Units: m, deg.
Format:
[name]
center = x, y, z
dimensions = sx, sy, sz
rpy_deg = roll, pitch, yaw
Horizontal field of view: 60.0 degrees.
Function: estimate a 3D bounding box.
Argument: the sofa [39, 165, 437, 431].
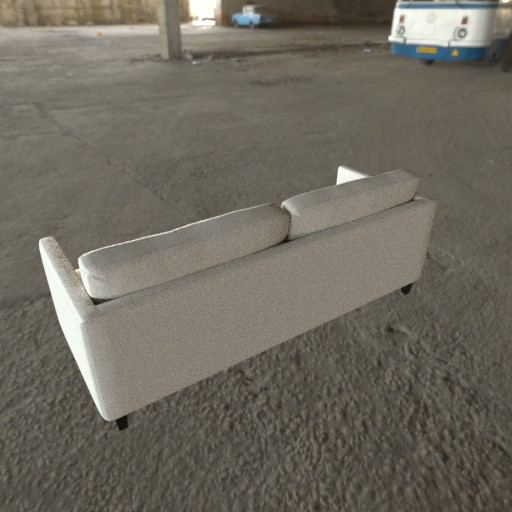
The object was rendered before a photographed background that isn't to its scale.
[sofa]
center = 0.000, 0.000, 2.930
dimensions = 2.434, 0.965, 0.948
rpy_deg = -18, 35, -29
